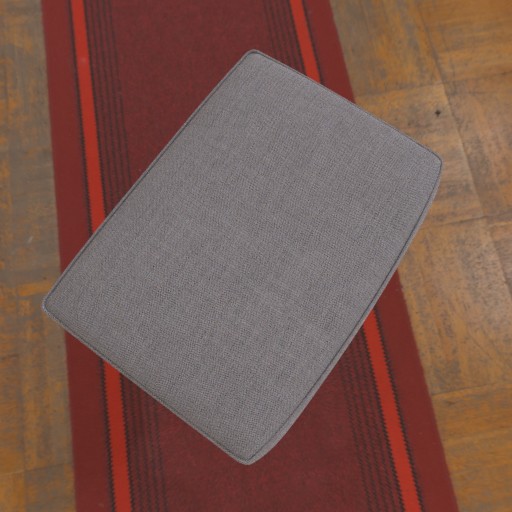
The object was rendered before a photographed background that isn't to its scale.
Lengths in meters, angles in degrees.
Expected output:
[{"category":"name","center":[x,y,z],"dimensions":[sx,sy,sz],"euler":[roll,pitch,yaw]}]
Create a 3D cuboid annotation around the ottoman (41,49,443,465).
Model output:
[{"category":"ottoman","center":[0.000,0.000,1.069],"dimensions":[0.555,0.458,0.750],"euler":[34,78,8]}]
